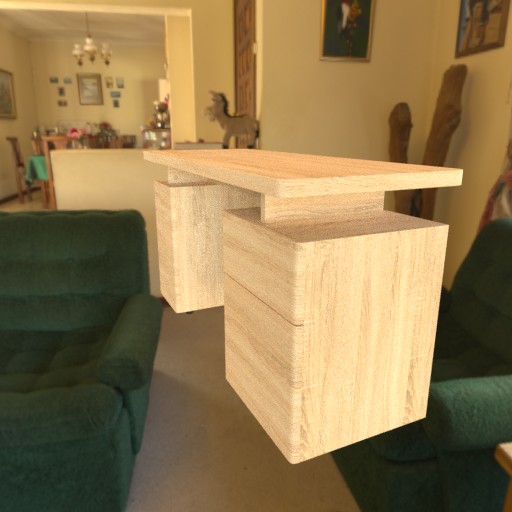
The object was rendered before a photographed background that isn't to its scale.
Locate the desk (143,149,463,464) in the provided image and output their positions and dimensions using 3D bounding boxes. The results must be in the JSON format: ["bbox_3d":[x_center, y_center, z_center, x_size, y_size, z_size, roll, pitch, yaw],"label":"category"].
[{"bbox_3d":[0.000,0.000,1.747,0.550,0.760,1.400,-7,18,-24],"label":"desk"}]
